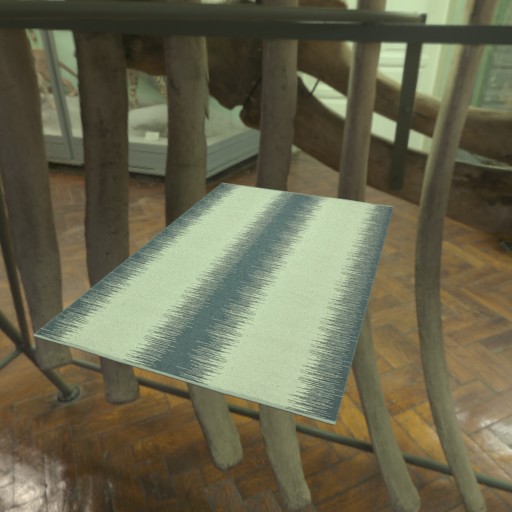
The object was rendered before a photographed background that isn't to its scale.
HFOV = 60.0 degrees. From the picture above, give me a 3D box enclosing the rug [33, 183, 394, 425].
[{"bbox_3d":[0.000,0.000,2.345,1.234,0.006,1.854,11,32,18],"label":"rug"}]
